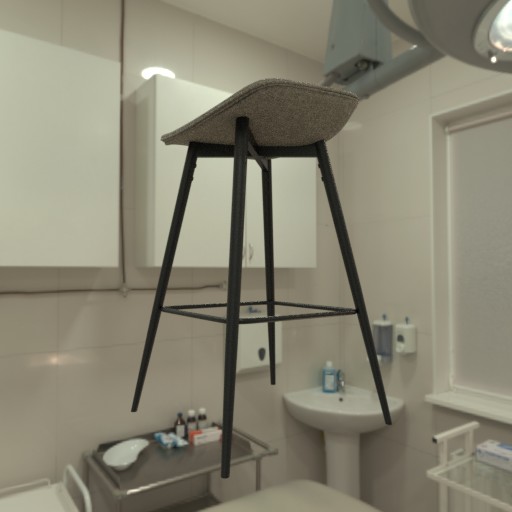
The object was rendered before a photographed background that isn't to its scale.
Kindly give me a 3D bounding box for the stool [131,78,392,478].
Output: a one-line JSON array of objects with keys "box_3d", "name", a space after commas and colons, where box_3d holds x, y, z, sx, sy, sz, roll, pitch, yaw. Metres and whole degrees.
[{"box_3d": [0.000, 0.000, 1.130, 0.480, 0.814, 0.469, 1, -2, -36], "name": "stool"}]
